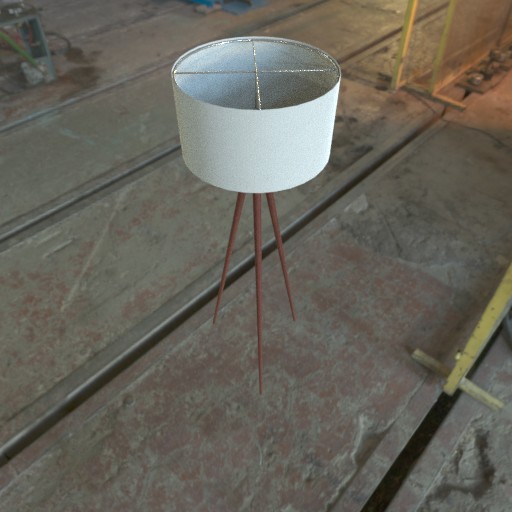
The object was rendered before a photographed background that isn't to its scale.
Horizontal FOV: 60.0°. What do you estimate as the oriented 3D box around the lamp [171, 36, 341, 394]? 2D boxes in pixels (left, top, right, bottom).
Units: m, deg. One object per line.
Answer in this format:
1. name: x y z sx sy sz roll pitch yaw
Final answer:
1. lamp: 0.000 0.000 1.829 0.483 1.553 0.483 -2 46 -2
